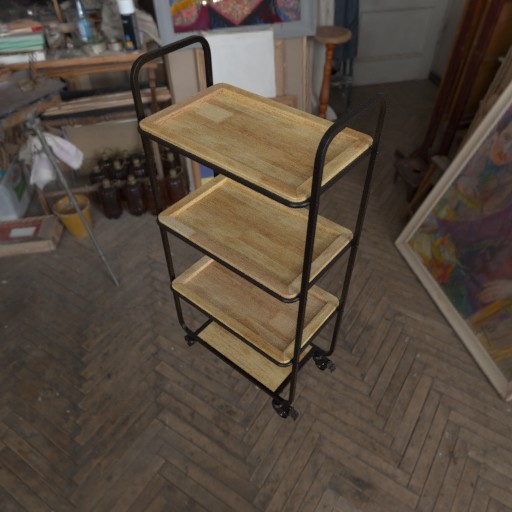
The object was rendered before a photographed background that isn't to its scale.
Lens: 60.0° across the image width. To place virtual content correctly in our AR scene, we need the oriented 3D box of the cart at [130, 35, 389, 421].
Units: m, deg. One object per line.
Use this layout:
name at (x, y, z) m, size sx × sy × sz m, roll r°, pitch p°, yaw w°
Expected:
cart at (0.000, 0.000, 1.313) m, size 0.545 × 1.080 × 0.321 m, roll 30°, pitch 52°, yaw 27°
